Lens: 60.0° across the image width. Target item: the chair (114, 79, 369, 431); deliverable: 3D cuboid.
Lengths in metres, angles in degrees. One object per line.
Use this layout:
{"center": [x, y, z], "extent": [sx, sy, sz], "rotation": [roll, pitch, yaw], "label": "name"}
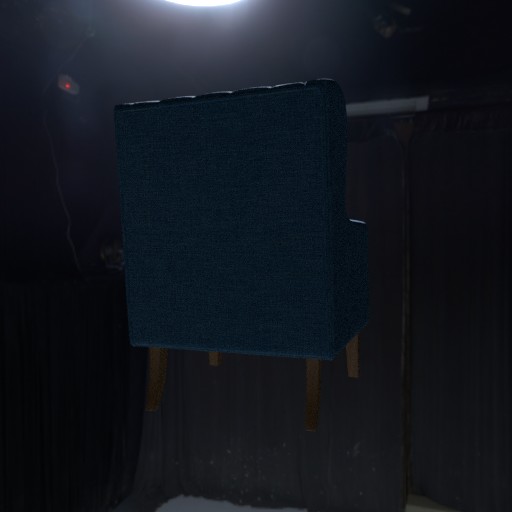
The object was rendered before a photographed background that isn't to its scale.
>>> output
{"center": [0.000, 0.000, 1.542], "extent": [0.711, 0.952, 0.775], "rotation": [0, 0, 18], "label": "chair"}
